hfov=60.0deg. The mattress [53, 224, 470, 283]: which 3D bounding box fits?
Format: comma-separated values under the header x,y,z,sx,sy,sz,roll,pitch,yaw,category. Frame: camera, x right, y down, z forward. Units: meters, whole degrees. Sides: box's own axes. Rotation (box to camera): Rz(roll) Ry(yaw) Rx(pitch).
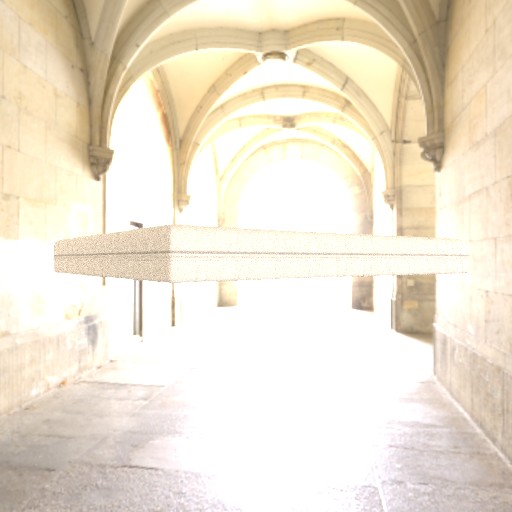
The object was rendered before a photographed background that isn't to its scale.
x,y,z,sx,sy,sz,roll,pitch,yaw,category
0.000,0.000,2.627,1.900,0.200,1.600,0,-1,-37,mattress
